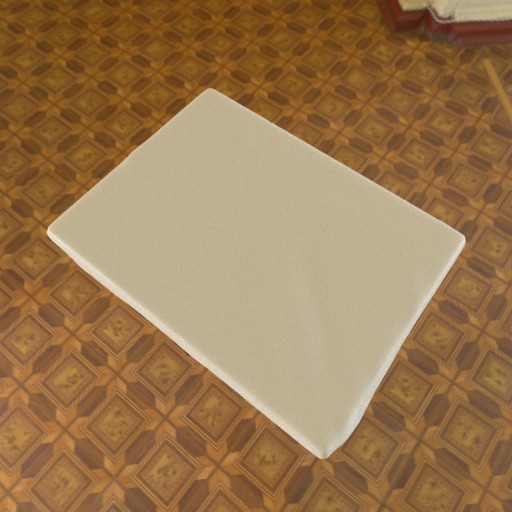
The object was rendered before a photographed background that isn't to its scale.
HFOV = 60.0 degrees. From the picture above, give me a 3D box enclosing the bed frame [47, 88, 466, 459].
[{"bbox_3d":[0.000,0.000,2.952,2.151,0.667,1.584,35,68,16],"label":"bed frame"}]
